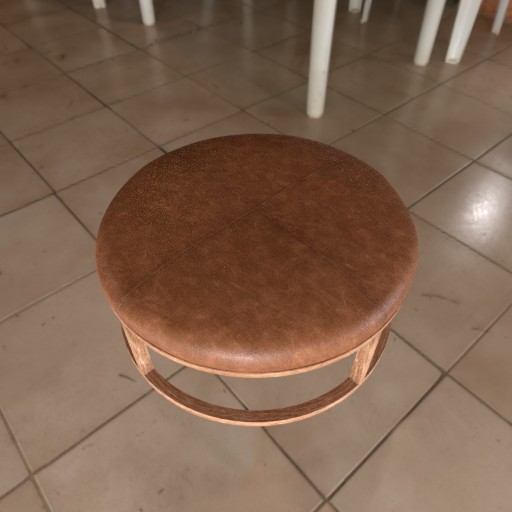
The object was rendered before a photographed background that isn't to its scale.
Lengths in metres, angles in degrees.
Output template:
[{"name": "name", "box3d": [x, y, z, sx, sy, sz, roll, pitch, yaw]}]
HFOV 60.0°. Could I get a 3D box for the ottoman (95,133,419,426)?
[{"name": "ottoman", "box3d": [0.000, 0.000, 1.519, 1.006, 0.445, 1.006, 0, 47, 0]}]
